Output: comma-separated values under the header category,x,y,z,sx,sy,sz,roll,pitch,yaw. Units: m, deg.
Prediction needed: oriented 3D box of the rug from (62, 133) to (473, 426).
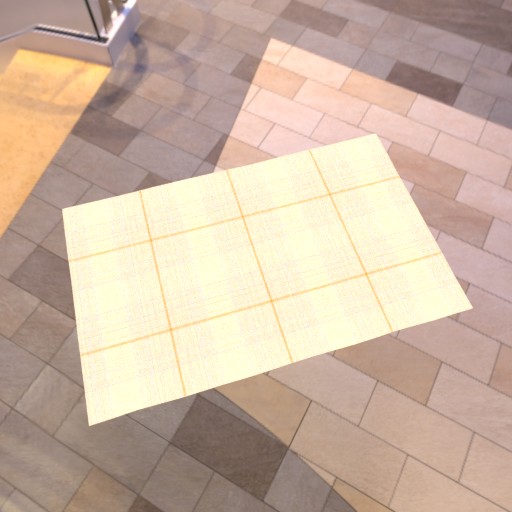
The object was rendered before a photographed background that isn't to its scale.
category,x,y,z,sx,sy,sz,roll,pitch,yaw
rug,0.000,0.000,3.008,2.442,0.016,1.527,-15,64,-8
